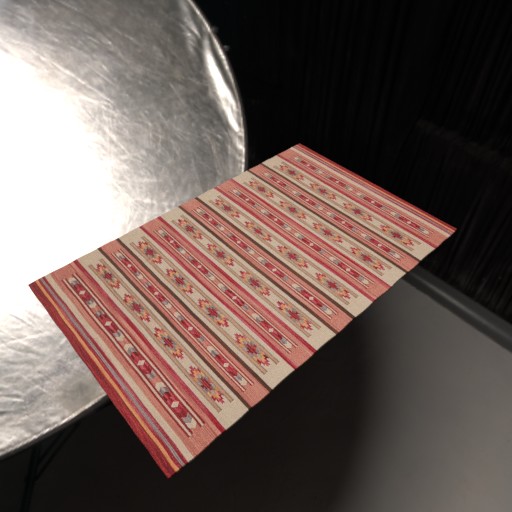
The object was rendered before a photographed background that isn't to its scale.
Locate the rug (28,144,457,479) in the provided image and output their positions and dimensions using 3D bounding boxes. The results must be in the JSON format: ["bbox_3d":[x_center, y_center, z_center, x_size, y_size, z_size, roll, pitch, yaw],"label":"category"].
[{"bbox_3d":[0.000,0.000,2.921,2.431,0.010,1.535,-33,54,-28],"label":"rug"}]
